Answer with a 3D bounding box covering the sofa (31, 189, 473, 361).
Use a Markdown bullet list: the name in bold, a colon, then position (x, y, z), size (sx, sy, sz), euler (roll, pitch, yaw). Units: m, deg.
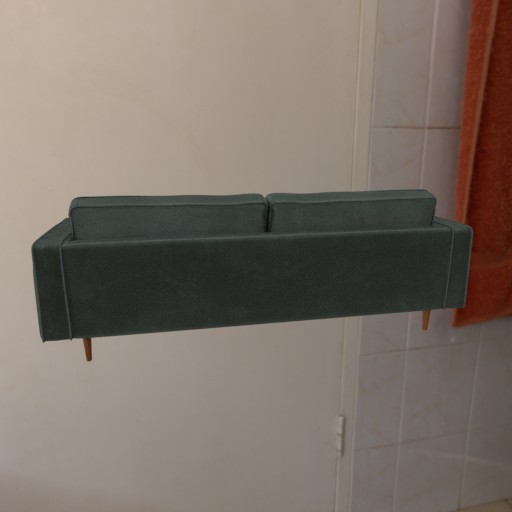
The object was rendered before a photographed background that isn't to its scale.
- **sofa**: position (0.000, 0.000, 2.578), size (2.214, 0.781, 0.886), euler (-3, 14, -11)
